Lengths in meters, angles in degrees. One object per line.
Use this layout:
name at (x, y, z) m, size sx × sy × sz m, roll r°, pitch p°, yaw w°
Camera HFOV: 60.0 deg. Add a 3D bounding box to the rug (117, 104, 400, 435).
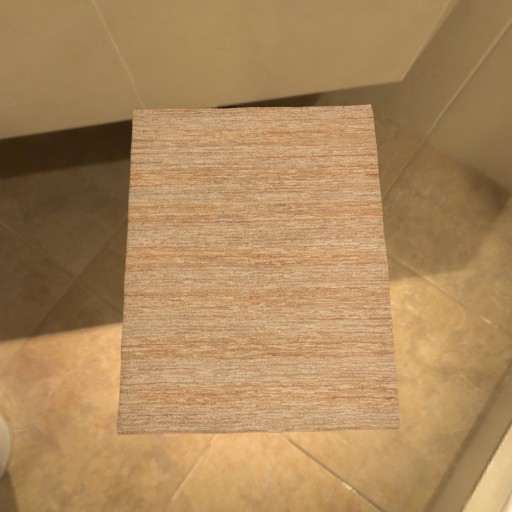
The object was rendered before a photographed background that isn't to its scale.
rug at (0.000, 0.000, 3.912) m, size 2.313 × 0.009 × 2.939 m, roll -1°, pitch 77°, yaw 0°
